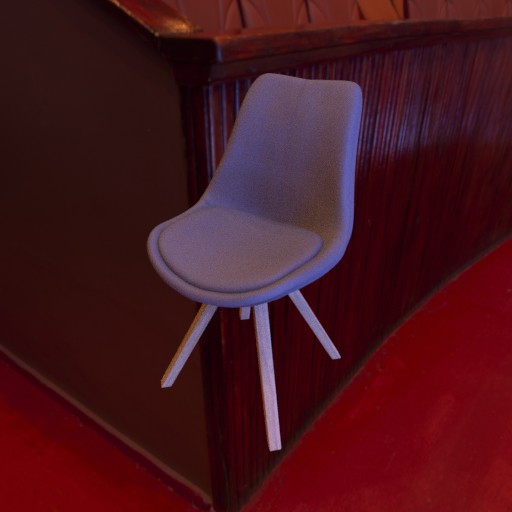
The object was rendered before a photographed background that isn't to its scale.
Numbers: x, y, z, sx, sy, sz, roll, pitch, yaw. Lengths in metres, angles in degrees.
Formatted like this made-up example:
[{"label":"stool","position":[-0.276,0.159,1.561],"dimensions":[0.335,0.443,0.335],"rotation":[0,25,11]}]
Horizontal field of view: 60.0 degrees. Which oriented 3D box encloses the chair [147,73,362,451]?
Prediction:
[{"label":"chair","position":[0.000,0.000,1.227],"dimensions":[0.483,0.865,0.547],"rotation":[19,36,29]}]
